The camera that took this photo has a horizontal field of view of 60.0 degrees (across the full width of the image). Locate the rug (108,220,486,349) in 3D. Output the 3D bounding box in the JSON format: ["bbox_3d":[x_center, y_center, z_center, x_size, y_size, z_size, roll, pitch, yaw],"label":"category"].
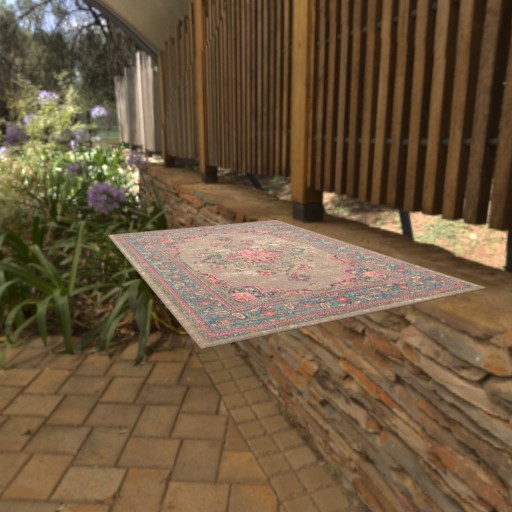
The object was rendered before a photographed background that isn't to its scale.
[{"bbox_3d":[0.000,0.000,3.778,2.005,0.013,2.890,-7,16,-25],"label":"rug"}]
